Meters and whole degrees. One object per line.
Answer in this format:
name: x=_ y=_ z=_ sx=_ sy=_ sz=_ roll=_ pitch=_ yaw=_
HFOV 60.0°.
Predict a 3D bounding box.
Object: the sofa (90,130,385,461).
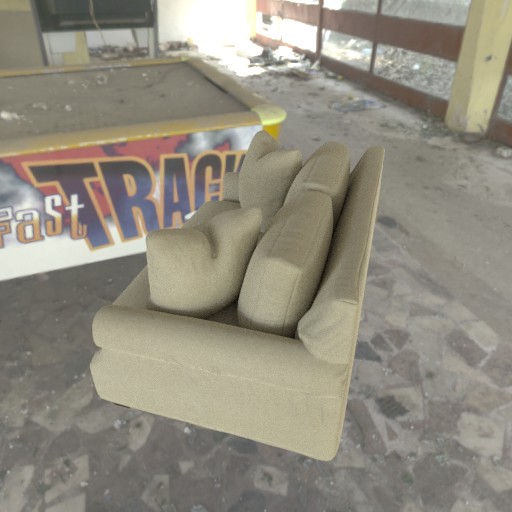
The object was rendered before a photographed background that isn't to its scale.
sofa: x=0.000 y=0.000 z=2.170 sx=1.070 sy=0.905 sz=1.550 roll=9 pitch=34 yaw=14
